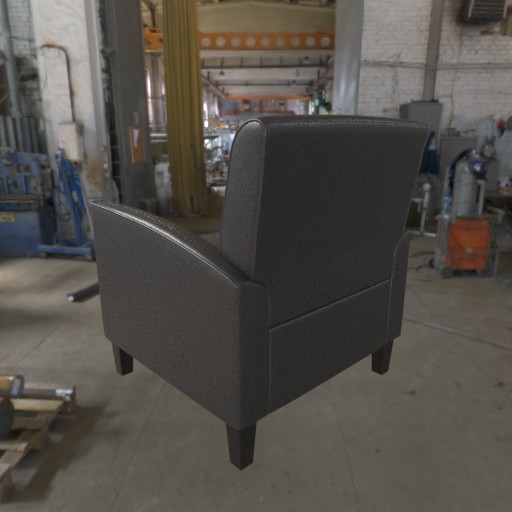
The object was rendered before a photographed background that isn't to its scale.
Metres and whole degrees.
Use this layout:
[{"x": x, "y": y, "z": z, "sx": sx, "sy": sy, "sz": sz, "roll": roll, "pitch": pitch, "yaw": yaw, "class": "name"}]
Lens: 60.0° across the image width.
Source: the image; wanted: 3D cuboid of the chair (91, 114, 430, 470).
[{"x": 0.000, "y": 0.000, "z": 1.544, "sx": 0.820, "sy": 0.916, "sz": 0.819, "roll": -14, "pitch": 21, "yaw": -42, "class": "chair"}]
